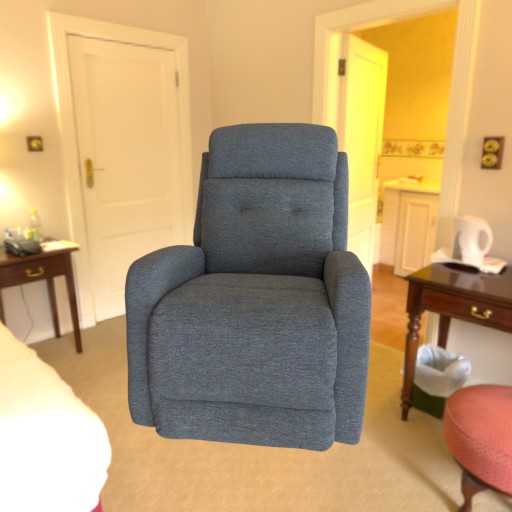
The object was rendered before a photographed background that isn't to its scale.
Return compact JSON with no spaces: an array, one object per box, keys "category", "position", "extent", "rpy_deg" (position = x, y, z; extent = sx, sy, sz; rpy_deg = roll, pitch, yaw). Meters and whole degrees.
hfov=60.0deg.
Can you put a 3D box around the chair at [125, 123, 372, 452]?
[{"category":"chair","position":[0.000,0.000,1.725],"extent":[0.798,1.013,1.043],"rpy_deg":[2,15,8]}]
